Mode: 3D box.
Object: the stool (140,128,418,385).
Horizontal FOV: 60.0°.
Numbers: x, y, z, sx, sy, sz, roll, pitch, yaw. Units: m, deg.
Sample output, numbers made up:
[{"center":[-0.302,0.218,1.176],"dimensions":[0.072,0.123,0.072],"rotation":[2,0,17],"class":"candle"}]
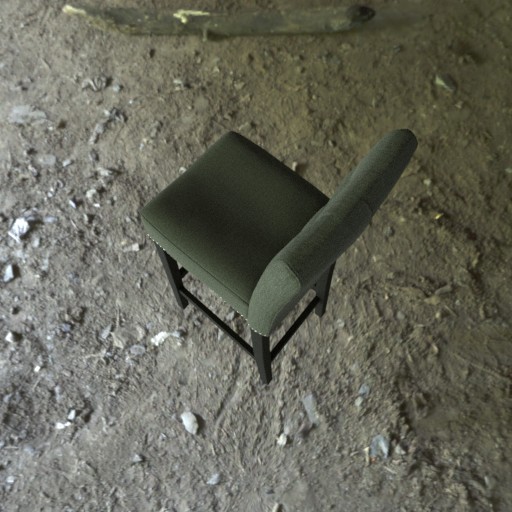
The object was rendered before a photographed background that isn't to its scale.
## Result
[{"center":[0.000,0.000,1.326],"dimensions":[0.548,1.047,0.411],"rotation":[36,68,17],"class":"stool"}]
